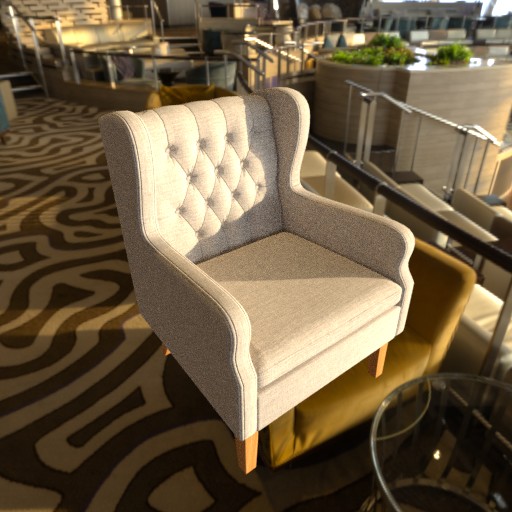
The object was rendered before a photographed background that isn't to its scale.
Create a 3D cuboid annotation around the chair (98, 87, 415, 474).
[{"bbox_3d":[0.000,0.000,1.463,0.710,0.930,0.760,-22,37,-33],"label":"chair"}]
